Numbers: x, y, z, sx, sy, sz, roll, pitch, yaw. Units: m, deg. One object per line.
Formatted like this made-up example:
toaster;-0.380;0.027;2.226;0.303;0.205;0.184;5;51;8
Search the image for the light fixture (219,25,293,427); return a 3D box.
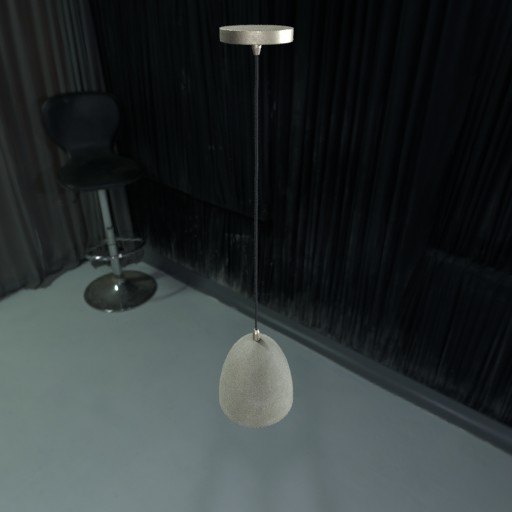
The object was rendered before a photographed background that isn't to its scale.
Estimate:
light fixture;0.000;0.000;0.828;0.170;0.759;0.170;21;37;31
